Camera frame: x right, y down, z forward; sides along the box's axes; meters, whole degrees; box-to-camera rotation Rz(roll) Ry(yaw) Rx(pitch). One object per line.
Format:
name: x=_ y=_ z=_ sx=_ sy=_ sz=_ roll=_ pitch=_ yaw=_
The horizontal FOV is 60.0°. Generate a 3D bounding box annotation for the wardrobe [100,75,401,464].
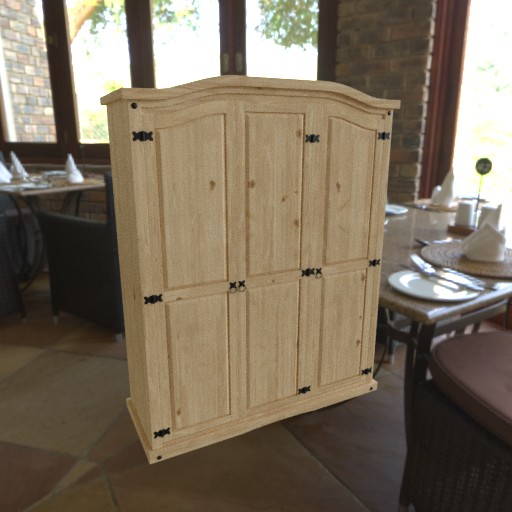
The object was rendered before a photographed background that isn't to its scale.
wardrobe: x=0.000 y=0.000 z=2.572 sx=1.500 sy=1.870 sz=0.570 roll=-8 pitch=17 yaw=-26
